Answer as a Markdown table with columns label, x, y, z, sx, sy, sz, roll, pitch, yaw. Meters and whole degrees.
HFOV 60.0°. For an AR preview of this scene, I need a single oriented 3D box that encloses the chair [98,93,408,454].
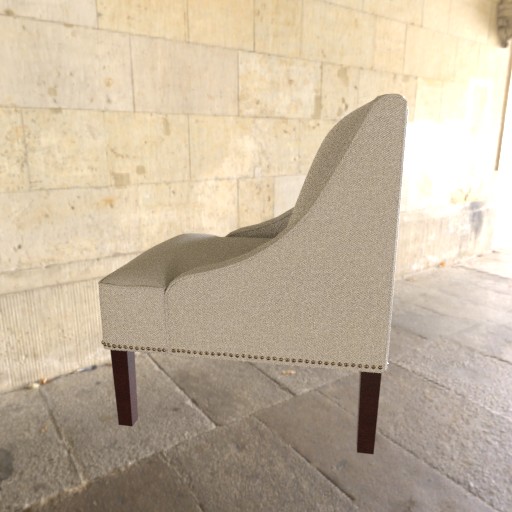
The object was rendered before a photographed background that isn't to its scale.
| label | x | y | z | sx | sy | sz | roll | pitch | yaw |
| --- | --- | --- | --- | --- | --- | --- | --- | --- | --- |
| chair | 0.000 | 0.000 | 1.358 | 0.748 | 0.872 | 0.628 | 3 | 15 | 10 |
